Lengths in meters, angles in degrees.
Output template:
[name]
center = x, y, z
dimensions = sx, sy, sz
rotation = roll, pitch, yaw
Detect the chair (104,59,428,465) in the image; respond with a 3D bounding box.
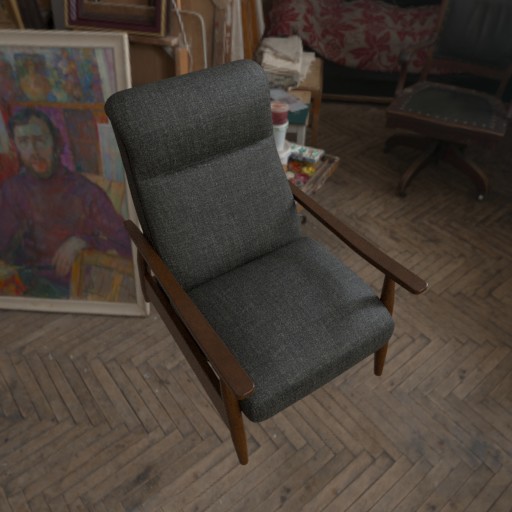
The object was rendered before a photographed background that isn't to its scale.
[chair]
center = 0.000, 0.000, 1.725
dimensions = 0.762, 1.082, 1.014
rotation = -25, 51, -22
